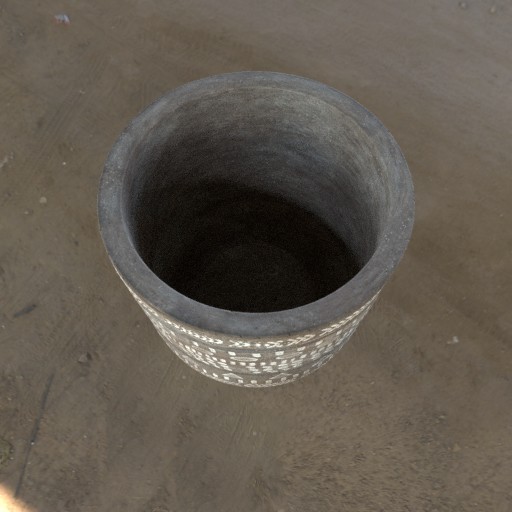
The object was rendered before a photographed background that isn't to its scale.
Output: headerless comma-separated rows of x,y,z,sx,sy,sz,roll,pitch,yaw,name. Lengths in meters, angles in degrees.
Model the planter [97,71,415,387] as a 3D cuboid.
0.000,0.000,0.226,0.122,0.128,0.122,0,64,0,planter
